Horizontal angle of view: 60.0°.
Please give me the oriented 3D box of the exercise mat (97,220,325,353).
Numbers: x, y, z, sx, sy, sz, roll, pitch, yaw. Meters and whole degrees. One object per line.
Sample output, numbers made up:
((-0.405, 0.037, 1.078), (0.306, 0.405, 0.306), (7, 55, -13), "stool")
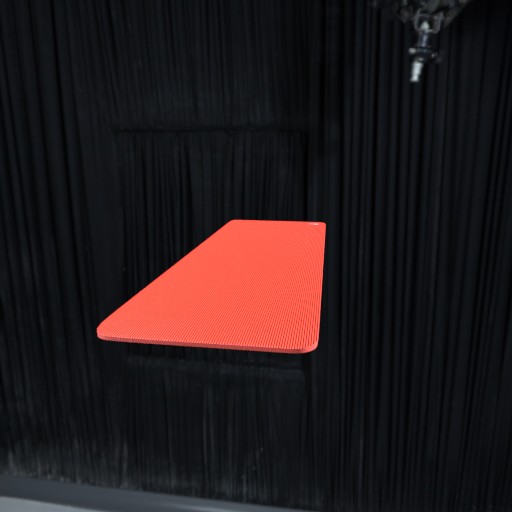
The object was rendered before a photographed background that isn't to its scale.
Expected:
((0.000, 0.000, 2.049), (0.616, 0.021, 1.869), (2, 15, 9), "exercise mat")
